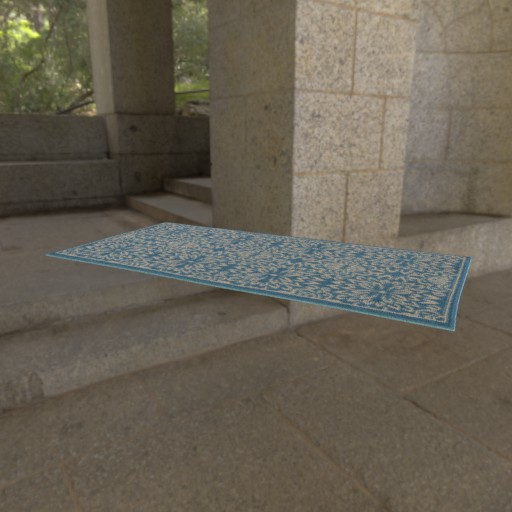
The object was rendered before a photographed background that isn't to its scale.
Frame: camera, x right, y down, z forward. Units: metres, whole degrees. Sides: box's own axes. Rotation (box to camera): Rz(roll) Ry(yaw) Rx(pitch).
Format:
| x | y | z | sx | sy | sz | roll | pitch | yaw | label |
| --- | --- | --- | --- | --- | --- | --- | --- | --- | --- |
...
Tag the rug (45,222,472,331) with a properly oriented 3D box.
| x | y | z | sx | sy | sz | roll | pitch | yaw | label |
| --- | --- | --- | --- | --- | --- | --- | --- | --- | --- |
| 0.000 | 0.000 | 1.412 | 1.219 | 0.007 | 0.604 | 8 | 18 | 27 | rug |
